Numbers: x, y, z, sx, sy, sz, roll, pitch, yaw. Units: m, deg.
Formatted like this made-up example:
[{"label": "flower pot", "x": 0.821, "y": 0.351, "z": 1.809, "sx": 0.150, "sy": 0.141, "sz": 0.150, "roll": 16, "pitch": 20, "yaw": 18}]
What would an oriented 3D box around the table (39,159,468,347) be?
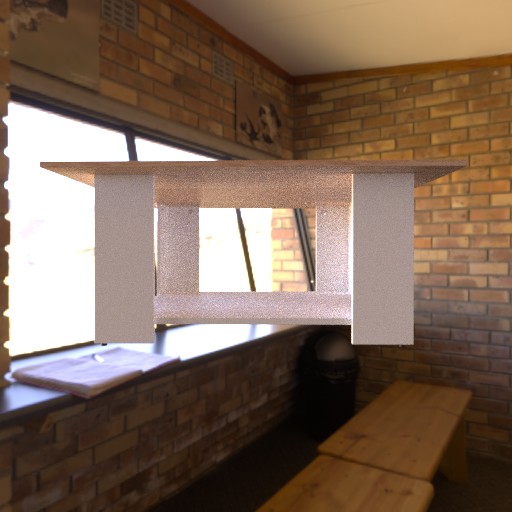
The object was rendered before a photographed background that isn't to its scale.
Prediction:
[{"label": "table", "x": 0.000, "y": 0.000, "z": 1.028, "sx": 0.670, "sy": 0.305, "sz": 0.670, "roll": 0, "pitch": 1, "yaw": 1}]
